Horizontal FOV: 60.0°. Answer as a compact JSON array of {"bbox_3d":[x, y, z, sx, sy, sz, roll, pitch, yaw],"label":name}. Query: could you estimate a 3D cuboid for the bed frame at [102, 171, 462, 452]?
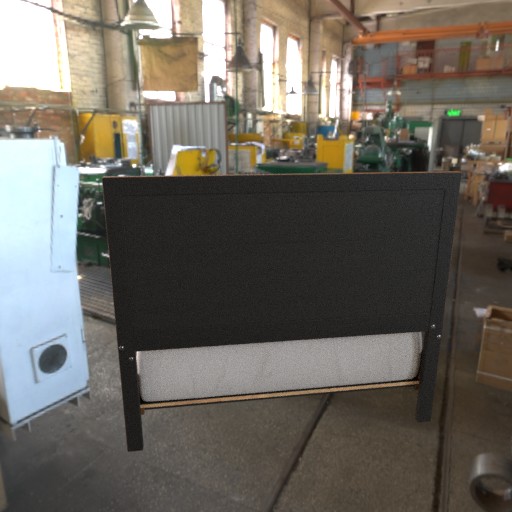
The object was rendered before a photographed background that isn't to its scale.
[{"bbox_3d":[0.000,0.000,3.317,1.696,1.417,2.276,-2,16,-8],"label":"bed frame"}]
